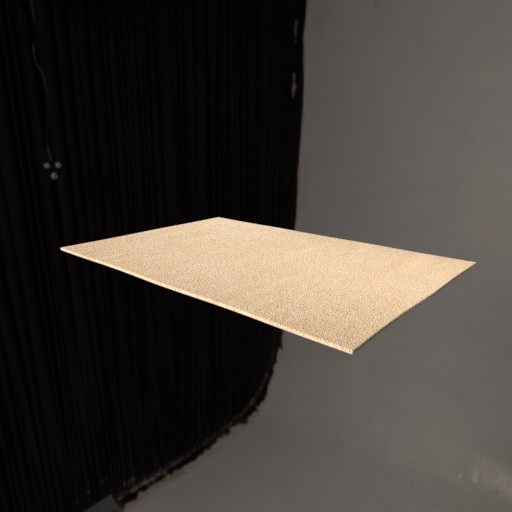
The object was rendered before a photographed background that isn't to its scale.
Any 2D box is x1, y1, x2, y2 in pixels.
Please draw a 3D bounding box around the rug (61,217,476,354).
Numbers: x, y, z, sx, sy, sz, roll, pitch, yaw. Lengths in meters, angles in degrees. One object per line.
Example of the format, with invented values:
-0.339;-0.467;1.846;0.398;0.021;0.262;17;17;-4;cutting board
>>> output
0.000;0.000;3.440;2.699;0.025;1.800;13;20;39;rug
